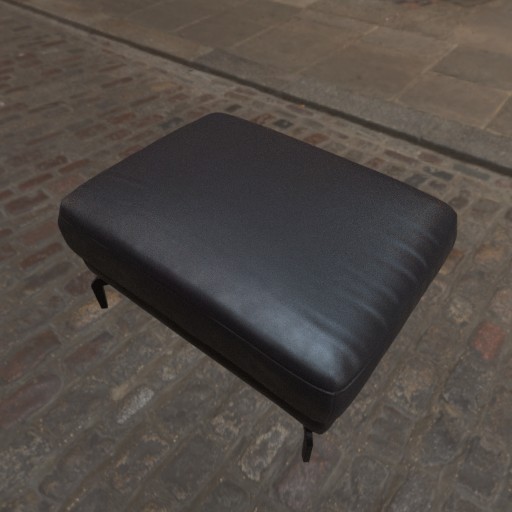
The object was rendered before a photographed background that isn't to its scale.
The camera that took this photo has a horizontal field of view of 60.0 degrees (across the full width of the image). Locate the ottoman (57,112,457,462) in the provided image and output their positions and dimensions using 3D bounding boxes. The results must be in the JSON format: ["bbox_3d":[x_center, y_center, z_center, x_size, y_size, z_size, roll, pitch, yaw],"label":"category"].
[{"bbox_3d":[0.000,0.000,1.077,0.764,0.402,0.570,29,52,25],"label":"ottoman"}]
